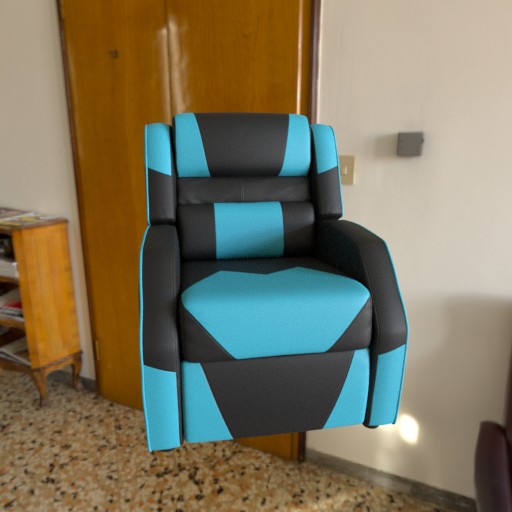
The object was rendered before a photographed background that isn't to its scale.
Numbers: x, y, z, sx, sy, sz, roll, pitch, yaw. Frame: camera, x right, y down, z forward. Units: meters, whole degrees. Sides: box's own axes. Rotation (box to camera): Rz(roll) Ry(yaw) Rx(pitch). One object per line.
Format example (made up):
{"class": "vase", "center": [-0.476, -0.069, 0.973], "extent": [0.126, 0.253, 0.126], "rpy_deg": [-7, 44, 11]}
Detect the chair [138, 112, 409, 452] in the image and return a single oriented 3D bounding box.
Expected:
{"class": "chair", "center": [0.000, 0.000, 1.257], "extent": [0.620, 0.805, 0.672], "rpy_deg": [-3, 15, -9]}
